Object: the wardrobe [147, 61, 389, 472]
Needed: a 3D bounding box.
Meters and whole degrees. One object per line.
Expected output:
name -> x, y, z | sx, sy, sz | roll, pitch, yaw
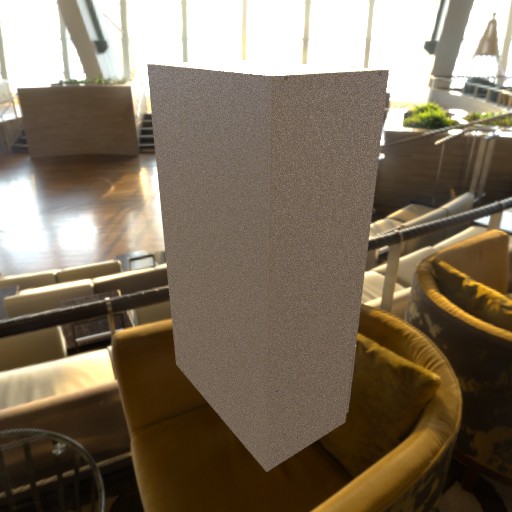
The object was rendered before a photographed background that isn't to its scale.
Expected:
wardrobe -> 0.000, 0.000, 2.295 | 0.577, 1.808, 0.991 | -17, 31, -32
